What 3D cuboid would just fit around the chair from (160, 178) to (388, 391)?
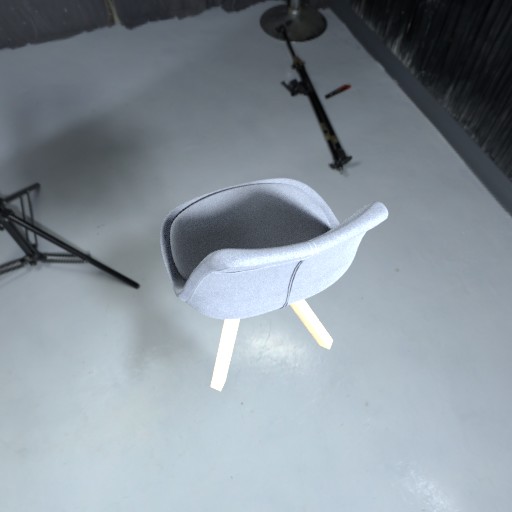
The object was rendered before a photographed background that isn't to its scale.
[{"bbox_3d":[0.000,0.000,1.199,0.474,0.863,0.549,-18,59,-11],"label":"chair"}]
